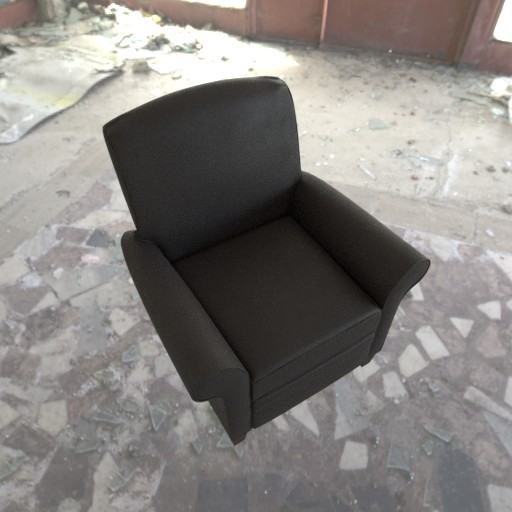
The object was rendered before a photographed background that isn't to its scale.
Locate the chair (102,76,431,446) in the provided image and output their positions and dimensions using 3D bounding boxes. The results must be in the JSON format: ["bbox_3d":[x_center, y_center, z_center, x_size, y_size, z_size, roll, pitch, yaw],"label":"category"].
[{"bbox_3d":[0.000,0.000,1.755,0.978,1.061,0.902,-24,50,-22],"label":"chair"}]
